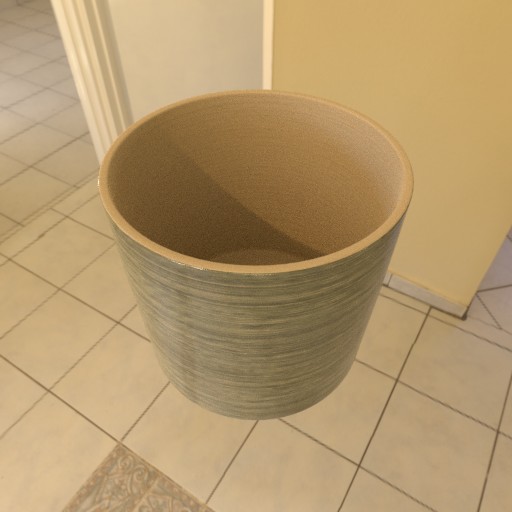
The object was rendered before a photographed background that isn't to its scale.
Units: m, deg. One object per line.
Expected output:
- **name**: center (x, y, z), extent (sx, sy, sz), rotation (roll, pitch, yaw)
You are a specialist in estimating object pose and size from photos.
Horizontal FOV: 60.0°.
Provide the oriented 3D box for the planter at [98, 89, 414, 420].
- **planter**: center (0.000, 0.000, 0.392), extent (0.221, 0.201, 0.221), rotation (0, 46, 0)
